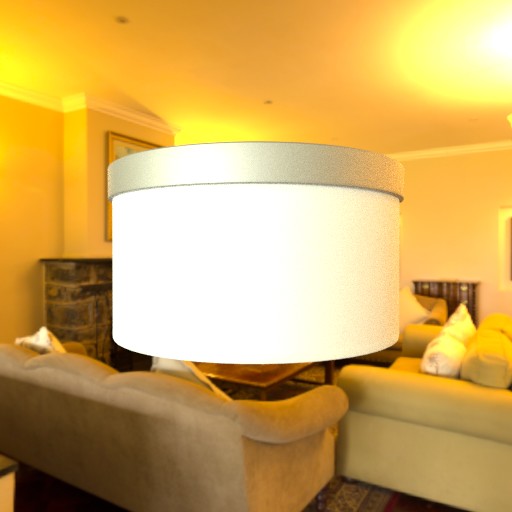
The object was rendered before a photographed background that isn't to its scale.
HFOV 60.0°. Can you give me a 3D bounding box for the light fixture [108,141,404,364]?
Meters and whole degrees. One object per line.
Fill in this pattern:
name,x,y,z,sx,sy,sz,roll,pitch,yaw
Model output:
light fixture,0.000,0.000,0.621,0.393,0.229,0.393,0,0,0
